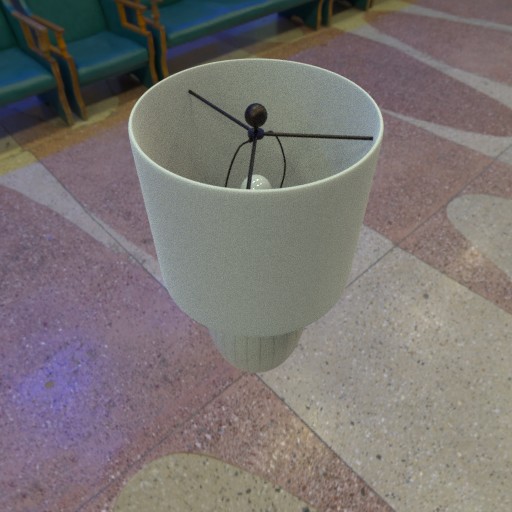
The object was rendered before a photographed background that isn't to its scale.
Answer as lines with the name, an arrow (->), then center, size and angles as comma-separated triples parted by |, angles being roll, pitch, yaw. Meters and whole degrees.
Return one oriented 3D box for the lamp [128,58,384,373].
lamp -> 0.000, 0.000, 0.776 | 0.328, 0.570, 0.328 | 0, 47, 0
